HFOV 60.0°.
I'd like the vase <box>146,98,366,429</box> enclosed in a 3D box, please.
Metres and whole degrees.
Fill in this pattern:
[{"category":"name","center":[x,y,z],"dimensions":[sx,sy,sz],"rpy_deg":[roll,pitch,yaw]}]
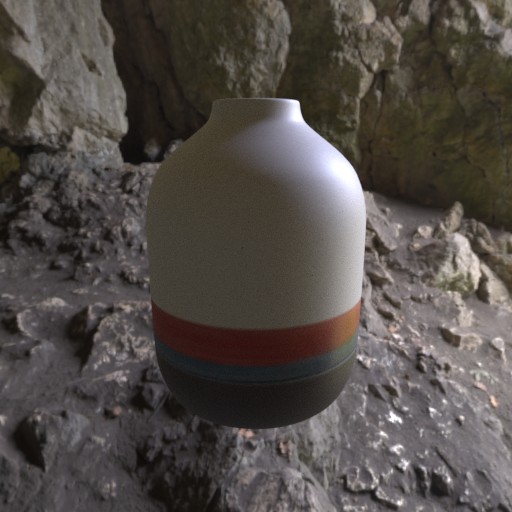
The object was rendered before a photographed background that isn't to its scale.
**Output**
[{"category":"vase","center":[0.000,0.000,0.358],"dimensions":[0.169,0.237,0.169],"rpy_deg":[0,16,0]}]
